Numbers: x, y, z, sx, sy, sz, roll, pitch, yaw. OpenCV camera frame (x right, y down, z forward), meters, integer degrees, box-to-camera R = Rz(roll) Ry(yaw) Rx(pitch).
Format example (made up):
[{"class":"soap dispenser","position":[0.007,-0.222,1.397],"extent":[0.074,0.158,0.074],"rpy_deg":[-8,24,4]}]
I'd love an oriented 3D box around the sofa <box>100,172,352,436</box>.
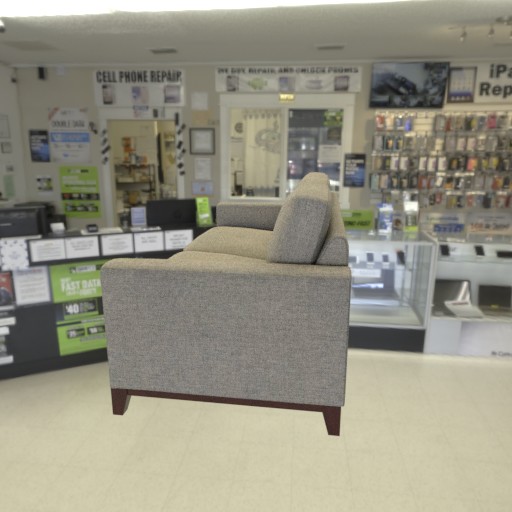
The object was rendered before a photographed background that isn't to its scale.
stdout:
[{"class":"sofa","position":[0.000,0.000,2.563],"extent":[0.969,0.892,1.978],"rpy_deg":[2,14,9]}]
